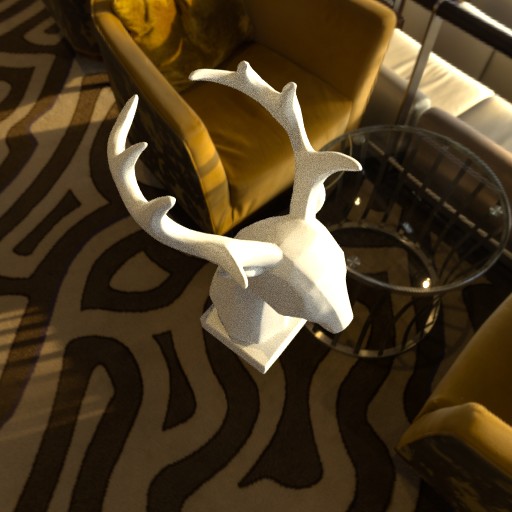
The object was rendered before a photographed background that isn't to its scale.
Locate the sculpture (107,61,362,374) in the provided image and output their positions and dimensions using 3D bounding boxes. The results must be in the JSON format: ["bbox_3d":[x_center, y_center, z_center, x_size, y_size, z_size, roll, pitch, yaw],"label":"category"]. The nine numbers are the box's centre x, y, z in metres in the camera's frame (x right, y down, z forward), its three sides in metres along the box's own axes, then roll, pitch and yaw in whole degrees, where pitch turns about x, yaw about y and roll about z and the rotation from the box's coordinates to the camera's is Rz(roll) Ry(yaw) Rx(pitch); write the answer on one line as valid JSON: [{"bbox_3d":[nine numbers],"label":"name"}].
[{"bbox_3d":[0.000,0.000,0.444,0.224,0.329,0.174,34,65,19],"label":"sculpture"}]
